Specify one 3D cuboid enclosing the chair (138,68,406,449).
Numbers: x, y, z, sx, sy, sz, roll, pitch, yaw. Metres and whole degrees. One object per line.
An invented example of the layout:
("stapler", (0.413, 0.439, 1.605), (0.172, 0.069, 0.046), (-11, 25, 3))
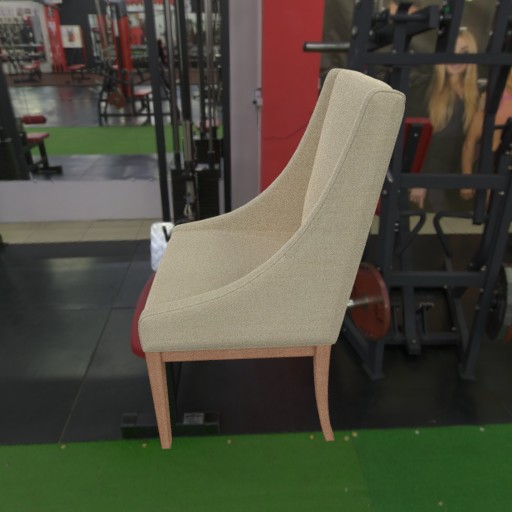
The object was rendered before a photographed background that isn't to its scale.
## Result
("chair", (0.000, 0.000, 1.349), (0.611, 1.021, 0.575), (0, 27, -1))
